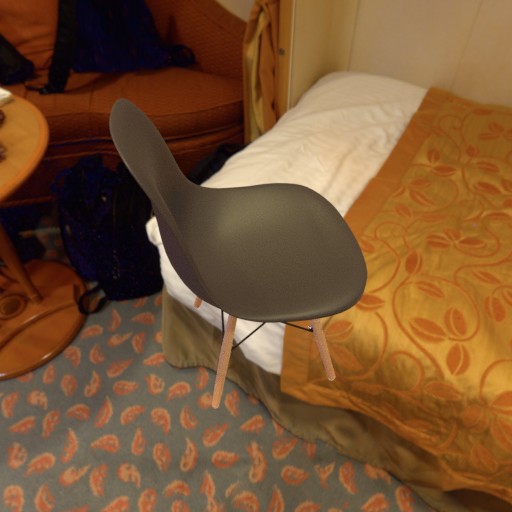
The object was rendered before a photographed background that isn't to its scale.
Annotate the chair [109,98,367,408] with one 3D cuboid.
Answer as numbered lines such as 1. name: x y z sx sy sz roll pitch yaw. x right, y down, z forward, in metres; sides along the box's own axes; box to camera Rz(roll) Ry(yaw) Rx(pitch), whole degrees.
1. chair: 0.000 0.000 1.129 0.533 0.825 0.470 -10 48 -9
